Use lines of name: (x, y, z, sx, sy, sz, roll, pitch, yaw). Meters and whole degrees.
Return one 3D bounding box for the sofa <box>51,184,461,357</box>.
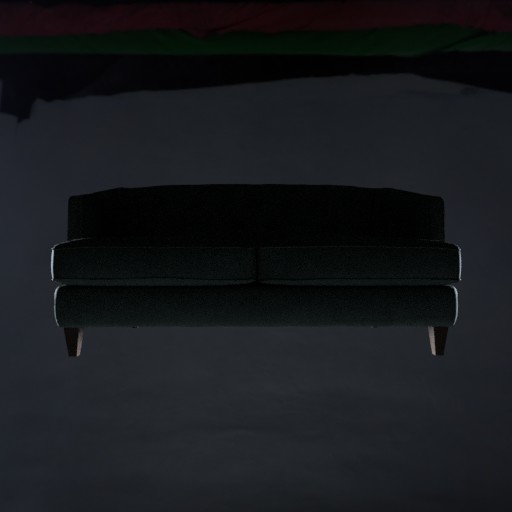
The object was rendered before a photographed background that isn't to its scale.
sofa: (0.000, 0.000, 2.274, 1.733, 0.855, 0.941, 0, 1, -1)
